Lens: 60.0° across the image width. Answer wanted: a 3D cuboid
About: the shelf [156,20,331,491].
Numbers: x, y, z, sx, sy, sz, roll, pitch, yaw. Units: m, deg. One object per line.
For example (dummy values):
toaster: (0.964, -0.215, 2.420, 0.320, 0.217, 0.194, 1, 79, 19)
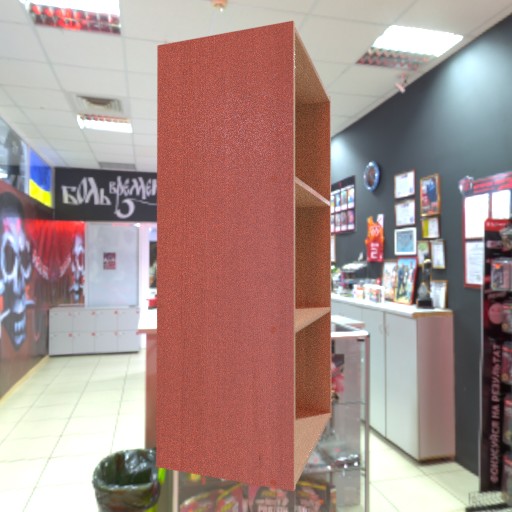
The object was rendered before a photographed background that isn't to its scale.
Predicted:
shelf: (0.000, 0.000, 1.069, 0.292, 0.876, 0.417, 0, -1, 19)
